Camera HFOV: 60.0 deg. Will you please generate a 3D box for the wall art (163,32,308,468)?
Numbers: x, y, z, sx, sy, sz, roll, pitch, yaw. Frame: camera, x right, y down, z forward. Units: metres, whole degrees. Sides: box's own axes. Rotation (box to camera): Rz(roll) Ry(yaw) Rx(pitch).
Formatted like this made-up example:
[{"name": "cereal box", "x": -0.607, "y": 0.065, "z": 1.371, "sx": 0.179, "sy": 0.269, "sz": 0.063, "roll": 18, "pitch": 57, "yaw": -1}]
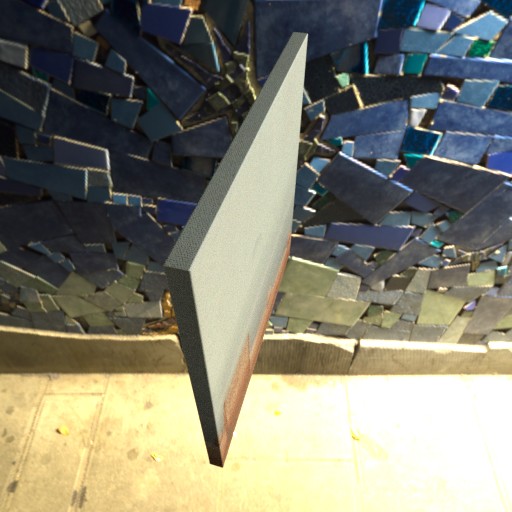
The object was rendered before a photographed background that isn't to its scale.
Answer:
[{"name": "wall art", "x": 0.000, "y": 0.000, "z": 0.859, "sx": 0.034, "sy": 0.605, "sz": 0.605, "roll": 12, "pitch": 49, "yaw": 10}]
